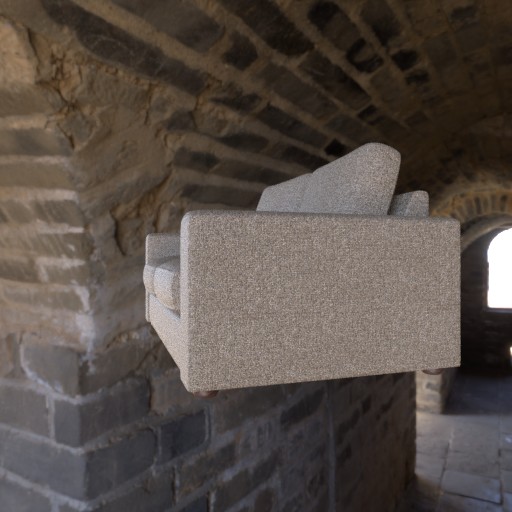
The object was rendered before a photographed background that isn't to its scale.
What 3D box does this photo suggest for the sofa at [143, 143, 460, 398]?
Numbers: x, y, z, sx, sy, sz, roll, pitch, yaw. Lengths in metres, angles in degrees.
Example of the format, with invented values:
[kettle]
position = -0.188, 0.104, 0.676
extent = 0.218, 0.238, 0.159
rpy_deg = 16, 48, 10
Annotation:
[sofa]
position = 0.000, 0.000, 2.182
extent = 1.016, 0.873, 1.616
rpy_deg = 0, 0, -18
